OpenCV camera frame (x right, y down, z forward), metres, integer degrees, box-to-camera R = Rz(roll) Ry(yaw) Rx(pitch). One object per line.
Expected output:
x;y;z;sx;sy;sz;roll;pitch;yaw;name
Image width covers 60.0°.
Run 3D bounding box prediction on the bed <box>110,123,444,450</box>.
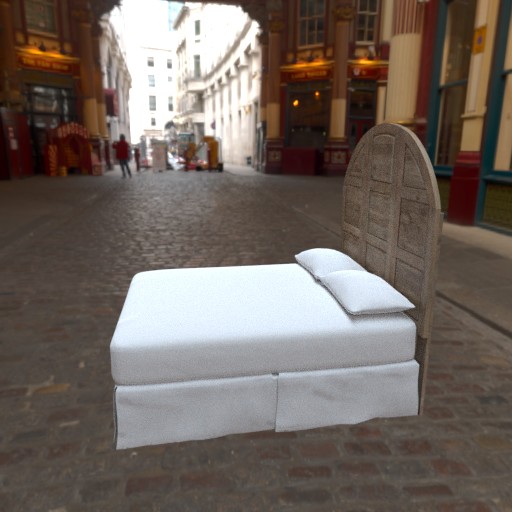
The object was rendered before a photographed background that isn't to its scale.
0.000;0.000;3.456;2.112;2.002;1.713;-2;15;-9;bed
